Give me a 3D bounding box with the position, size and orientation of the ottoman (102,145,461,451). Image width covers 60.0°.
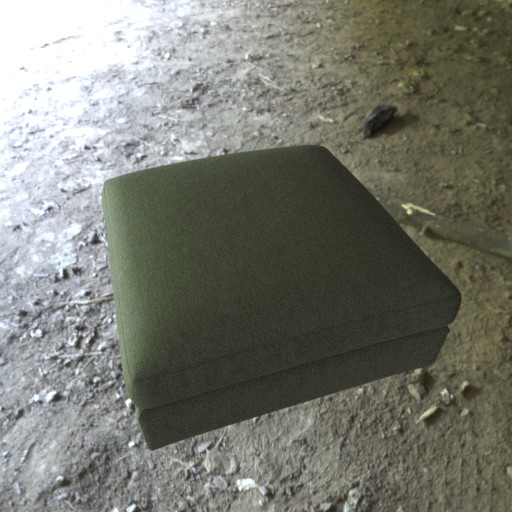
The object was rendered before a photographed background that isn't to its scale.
[{"bbox_3d":[0.000,0.000,1.673,1.041,0.470,1.041,-12,44,-13],"label":"ottoman"}]
